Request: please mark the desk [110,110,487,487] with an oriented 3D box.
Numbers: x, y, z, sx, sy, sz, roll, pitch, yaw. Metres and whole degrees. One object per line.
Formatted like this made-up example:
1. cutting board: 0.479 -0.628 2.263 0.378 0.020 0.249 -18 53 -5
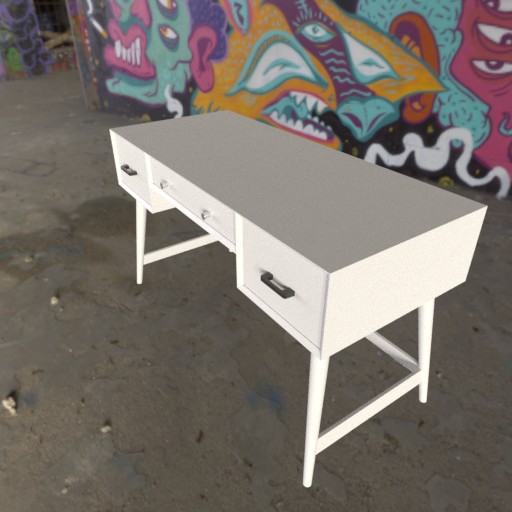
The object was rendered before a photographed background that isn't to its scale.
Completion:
1. desk: 0.000 0.000 1.695 0.589 0.762 1.313 -20 37 -29
